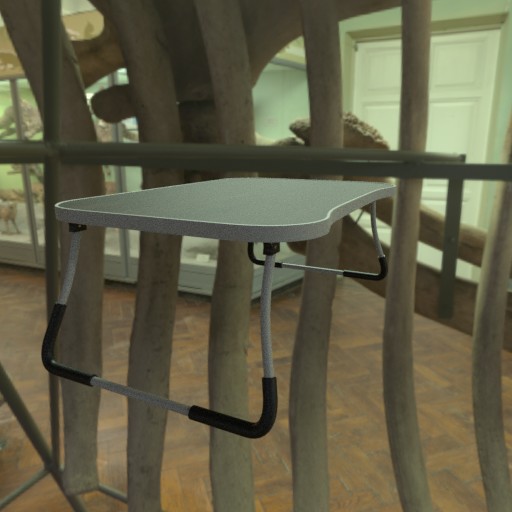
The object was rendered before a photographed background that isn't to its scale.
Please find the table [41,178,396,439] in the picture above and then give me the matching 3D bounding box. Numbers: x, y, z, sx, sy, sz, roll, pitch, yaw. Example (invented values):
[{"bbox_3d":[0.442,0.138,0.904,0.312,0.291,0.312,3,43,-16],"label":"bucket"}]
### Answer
[{"bbox_3d":[0.000,0.000,0.808,0.400,0.232,0.660,7,16,26],"label":"table"}]
